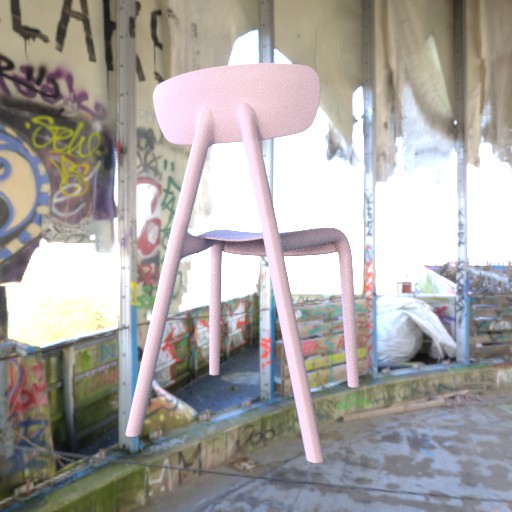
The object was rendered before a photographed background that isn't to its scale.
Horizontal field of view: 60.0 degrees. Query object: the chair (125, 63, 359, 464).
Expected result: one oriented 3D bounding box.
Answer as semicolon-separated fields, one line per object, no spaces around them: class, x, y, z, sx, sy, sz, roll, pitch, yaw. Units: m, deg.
chair;0.000;0.000;0.849;0.356;0.580;0.401;0;0;18
